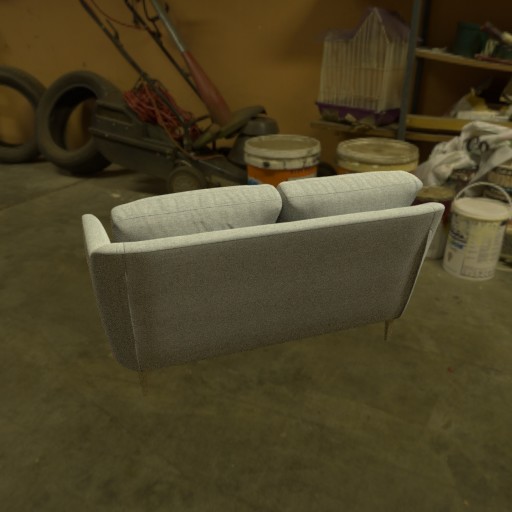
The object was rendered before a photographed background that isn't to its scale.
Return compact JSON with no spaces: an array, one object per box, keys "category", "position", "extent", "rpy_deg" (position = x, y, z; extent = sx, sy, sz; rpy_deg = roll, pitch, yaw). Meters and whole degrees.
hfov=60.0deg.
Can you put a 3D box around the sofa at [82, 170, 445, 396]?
[{"category":"sofa","position":[0.000,0.000,2.222],"extent":[1.619,0.904,0.960],"rpy_deg":[-8,27,-17]}]
